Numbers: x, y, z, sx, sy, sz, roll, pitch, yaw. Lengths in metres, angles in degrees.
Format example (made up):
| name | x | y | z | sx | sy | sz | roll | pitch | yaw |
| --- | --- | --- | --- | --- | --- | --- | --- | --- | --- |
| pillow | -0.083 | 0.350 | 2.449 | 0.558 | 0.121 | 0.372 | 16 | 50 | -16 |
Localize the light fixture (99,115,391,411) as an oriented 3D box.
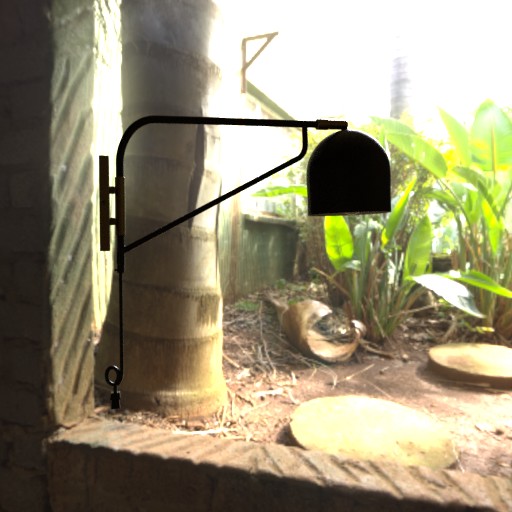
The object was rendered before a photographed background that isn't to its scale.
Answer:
| name | x | y | z | sx | sy | sz | roll | pitch | yaw |
| --- | --- | --- | --- | --- | --- | --- | --- | --- | --- |
| light fixture | 0.000 | 0.000 | 1.088 | 0.720 | 0.696 | 0.215 | -1 | 2 | -17 |
